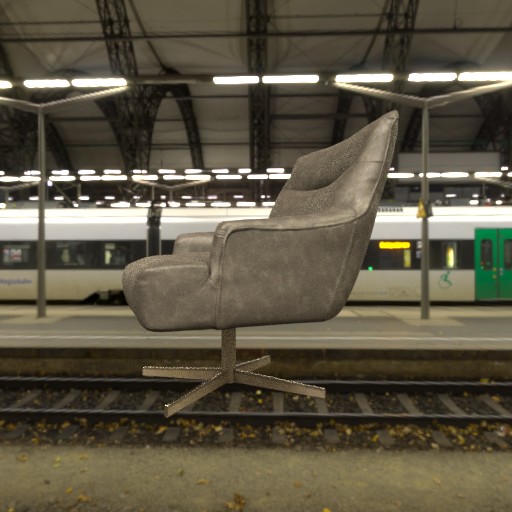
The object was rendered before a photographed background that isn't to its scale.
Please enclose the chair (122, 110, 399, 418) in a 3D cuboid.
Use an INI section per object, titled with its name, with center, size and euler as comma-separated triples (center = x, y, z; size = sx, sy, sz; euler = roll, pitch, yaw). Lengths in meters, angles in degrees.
[chair]
center = 0.000, 0.000, 1.522
size = 0.874, 0.870, 0.738
euler = 0, 0, -19
